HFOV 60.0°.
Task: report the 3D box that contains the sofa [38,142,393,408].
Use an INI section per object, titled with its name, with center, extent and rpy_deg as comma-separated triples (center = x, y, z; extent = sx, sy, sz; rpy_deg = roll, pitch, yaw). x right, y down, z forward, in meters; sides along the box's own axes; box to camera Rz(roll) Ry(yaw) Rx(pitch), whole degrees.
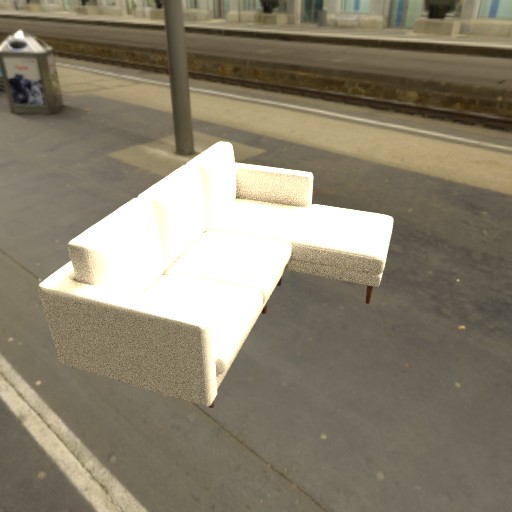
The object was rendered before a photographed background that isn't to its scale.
[sofa]
center = 0.000, 0.000, 2.861
extent = 1.580, 0.899, 2.029
rpy_deg = 10, 32, 17
